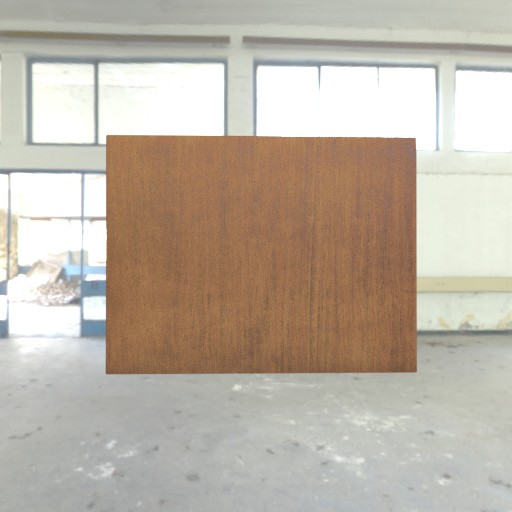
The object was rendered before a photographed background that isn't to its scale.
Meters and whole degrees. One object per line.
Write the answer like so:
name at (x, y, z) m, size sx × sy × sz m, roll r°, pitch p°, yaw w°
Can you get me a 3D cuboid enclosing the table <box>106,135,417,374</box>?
table at (0.000, 0.000, 1.280) m, size 0.549 × 0.419 × 1.000 m, roll 0°, pitch 0°, yaw -1°
